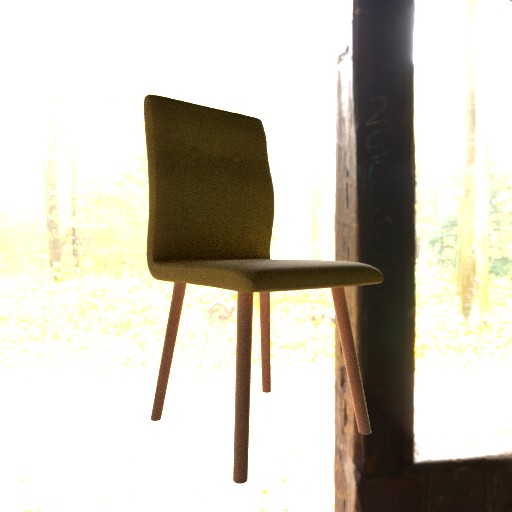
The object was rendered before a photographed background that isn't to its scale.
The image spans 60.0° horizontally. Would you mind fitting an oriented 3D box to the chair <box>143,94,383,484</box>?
[{"bbox_3d":[0.000,0.000,1.254,0.450,0.965,0.550,-1,1,-37],"label":"chair"}]
